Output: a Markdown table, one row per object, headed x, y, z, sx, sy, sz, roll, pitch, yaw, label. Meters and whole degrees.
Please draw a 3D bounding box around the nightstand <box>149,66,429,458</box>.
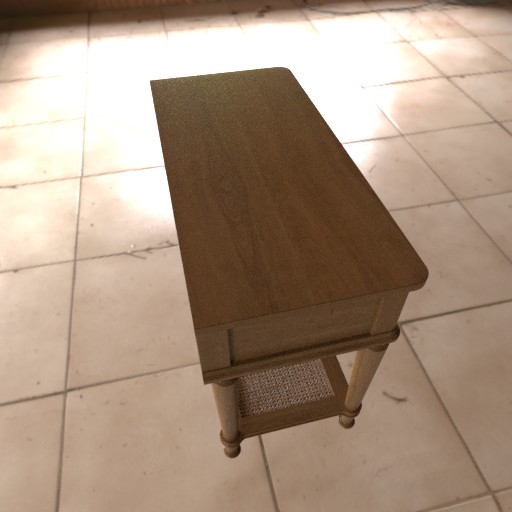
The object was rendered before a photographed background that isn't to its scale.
| x | y | z | sx | sy | sz | roll | pitch | yaw | label |
| --- | --- | --- | --- | --- | --- | --- | --- | --- | --- |
| 0.000 | 0.000 | 1.309 | 0.432 | 0.700 | 0.914 | -10 | 47 | -10 | nightstand |
